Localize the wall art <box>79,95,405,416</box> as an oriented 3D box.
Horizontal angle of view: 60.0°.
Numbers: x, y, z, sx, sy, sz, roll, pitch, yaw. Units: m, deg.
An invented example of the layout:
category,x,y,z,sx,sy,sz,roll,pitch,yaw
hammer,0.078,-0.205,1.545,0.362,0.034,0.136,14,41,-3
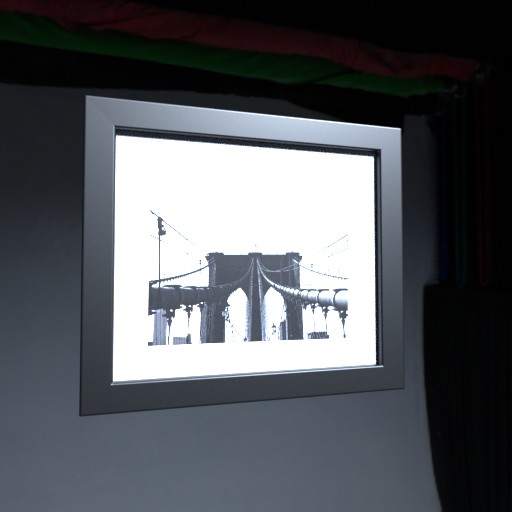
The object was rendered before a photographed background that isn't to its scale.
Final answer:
category,x,y,z,sx,sy,sz,roll,pitch,yaw
wall art,0.000,0.000,0.521,0.380,0.330,0.028,1,-2,-16
